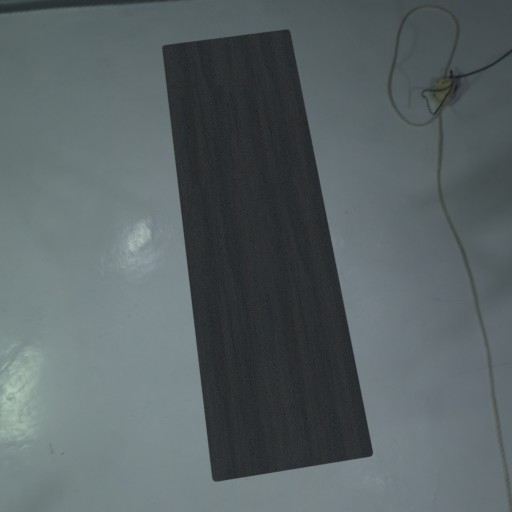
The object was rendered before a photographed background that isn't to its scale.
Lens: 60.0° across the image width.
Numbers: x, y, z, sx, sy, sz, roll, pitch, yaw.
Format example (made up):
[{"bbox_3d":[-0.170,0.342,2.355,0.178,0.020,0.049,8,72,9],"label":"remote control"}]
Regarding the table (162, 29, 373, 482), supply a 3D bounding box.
[{"bbox_3d":[0.000,0.000,1.742,0.449,0.750,1.399,-8,77,-2],"label":"table"}]
